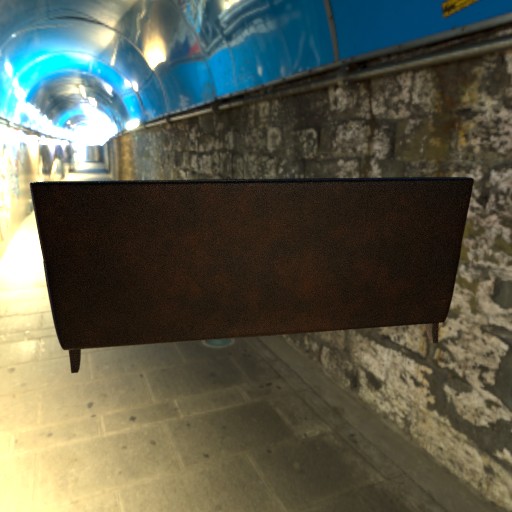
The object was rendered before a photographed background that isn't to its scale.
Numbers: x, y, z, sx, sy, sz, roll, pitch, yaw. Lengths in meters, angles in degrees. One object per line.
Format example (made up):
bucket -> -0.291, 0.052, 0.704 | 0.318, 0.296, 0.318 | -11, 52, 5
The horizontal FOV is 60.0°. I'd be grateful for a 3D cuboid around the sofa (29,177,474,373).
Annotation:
sofa -> 0.000, 0.000, 2.417 | 1.995, 0.871, 0.786 | -2, 13, -10
